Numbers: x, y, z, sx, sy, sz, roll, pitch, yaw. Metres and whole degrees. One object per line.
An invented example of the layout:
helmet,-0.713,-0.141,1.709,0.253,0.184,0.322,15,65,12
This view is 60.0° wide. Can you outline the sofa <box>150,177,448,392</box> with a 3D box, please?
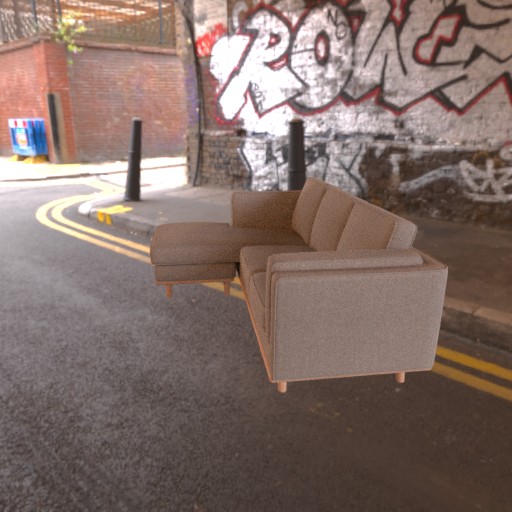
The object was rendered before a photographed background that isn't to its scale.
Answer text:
sofa,0.000,0.000,3.236,1.604,0.929,2.411,-2,17,-8
